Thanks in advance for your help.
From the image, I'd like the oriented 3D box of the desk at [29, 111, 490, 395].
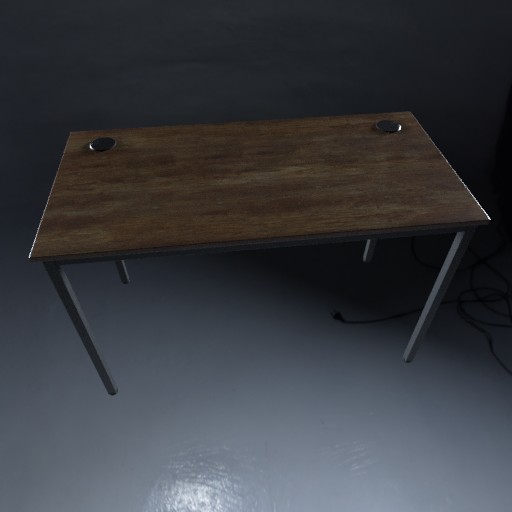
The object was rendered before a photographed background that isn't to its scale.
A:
[{"bbox_3d":[0.000,0.000,1.617,1.200,0.749,0.600,-5,46,-5],"label":"desk"}]
